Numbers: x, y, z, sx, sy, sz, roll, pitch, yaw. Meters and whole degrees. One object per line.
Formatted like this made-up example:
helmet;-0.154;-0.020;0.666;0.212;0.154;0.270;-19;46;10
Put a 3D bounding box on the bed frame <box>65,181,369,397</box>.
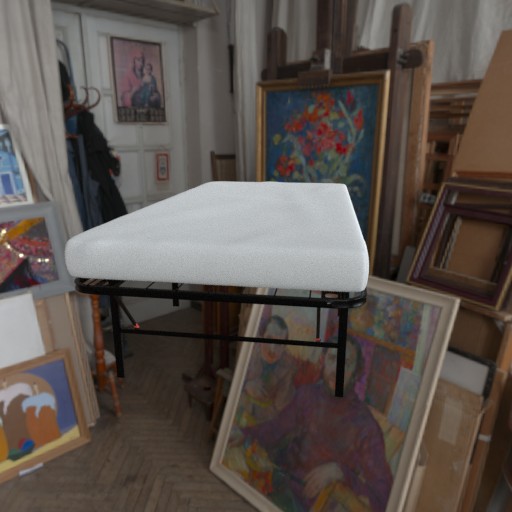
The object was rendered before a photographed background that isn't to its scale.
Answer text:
bed frame;0.000;0.000;2.322;0.989;0.619;1.903;2;16;9
